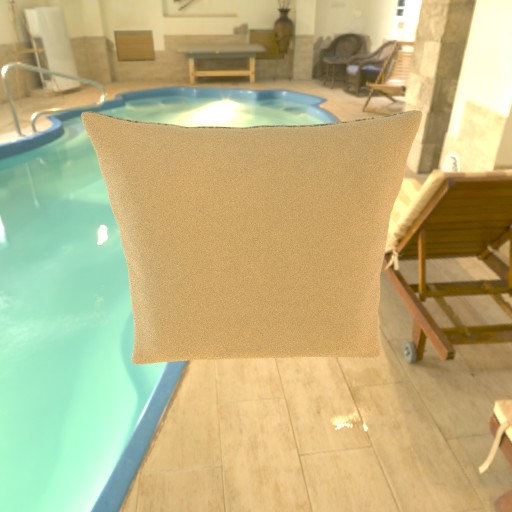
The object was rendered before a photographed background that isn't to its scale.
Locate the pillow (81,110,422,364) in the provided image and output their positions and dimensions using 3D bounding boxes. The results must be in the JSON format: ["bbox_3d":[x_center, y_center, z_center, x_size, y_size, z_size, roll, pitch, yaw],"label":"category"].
[{"bbox_3d":[0.000,0.000,0.799,0.523,0.510,0.166,-1,30,-1],"label":"pillow"}]
